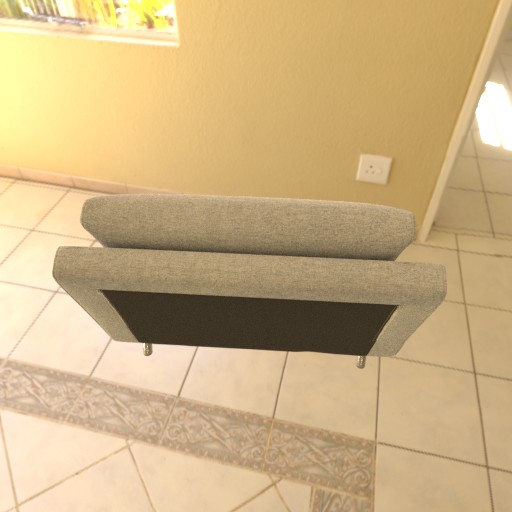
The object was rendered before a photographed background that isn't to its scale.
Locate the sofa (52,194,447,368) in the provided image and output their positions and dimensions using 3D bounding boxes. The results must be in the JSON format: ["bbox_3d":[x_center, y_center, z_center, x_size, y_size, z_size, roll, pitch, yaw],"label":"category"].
[{"bbox_3d":[0.000,0.000,1.887,1.220,0.910,0.910,3,45,3],"label":"sofa"}]
